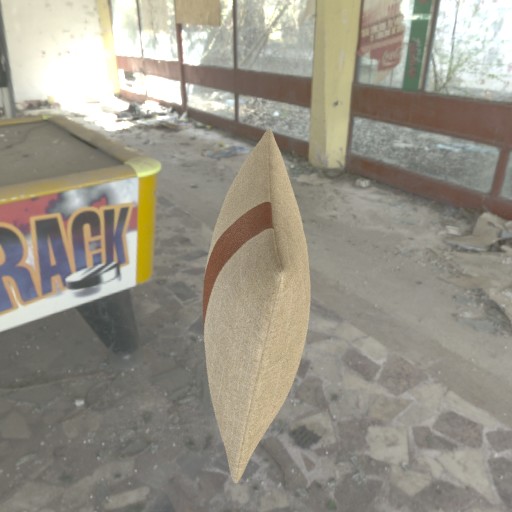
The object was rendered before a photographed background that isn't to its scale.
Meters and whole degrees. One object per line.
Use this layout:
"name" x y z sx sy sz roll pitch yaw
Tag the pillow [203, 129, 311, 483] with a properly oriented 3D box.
"pillow" 0.000 0.000 0.712 0.155 0.282 0.612 0 27 0
